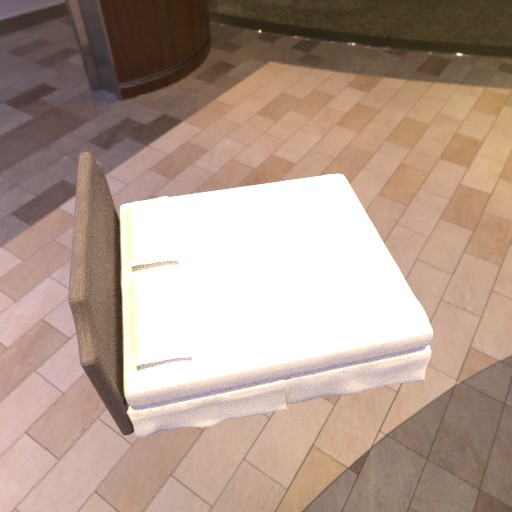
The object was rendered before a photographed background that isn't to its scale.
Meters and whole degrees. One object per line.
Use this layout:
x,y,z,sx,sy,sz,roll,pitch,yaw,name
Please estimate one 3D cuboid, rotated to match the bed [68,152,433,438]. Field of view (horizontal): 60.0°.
0.000,0.000,4.078,2.773,1.590,2.350,-9,49,-8,bed
